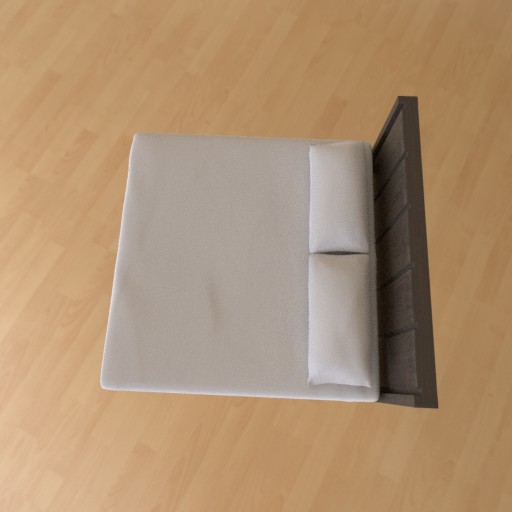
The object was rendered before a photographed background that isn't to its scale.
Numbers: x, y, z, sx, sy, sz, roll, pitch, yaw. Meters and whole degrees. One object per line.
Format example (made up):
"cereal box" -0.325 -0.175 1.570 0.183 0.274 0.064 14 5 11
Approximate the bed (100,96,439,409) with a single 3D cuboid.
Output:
"bed" 0.000 0.000 3.514 2.238 1.261 2.143 2 74 1
